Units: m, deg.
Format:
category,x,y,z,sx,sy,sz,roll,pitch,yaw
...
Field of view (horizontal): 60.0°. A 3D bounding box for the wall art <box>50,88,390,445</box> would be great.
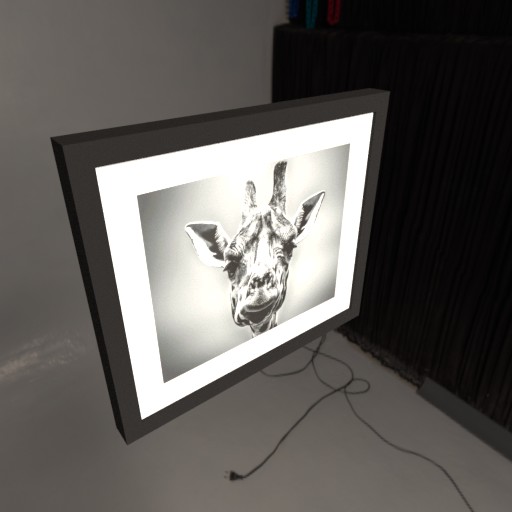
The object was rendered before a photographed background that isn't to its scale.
category,x,y,z,sx,sy,sz,roll,pitch,yaw
wall art,0.000,0.000,0.516,0.381,0.330,0.031,-21,36,-32
